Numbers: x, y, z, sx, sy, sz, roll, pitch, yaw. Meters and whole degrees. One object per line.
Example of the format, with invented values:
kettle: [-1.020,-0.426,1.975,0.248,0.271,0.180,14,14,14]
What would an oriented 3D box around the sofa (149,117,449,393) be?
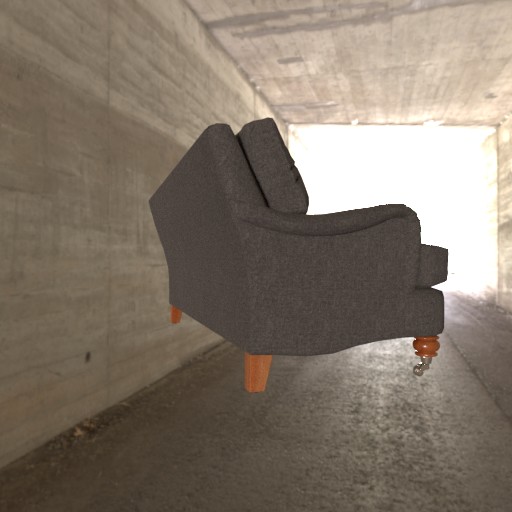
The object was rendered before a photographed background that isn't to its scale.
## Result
sofa: [0.000,0.000,2.713,1.087,1.054,2.160,0,-1,-19]
